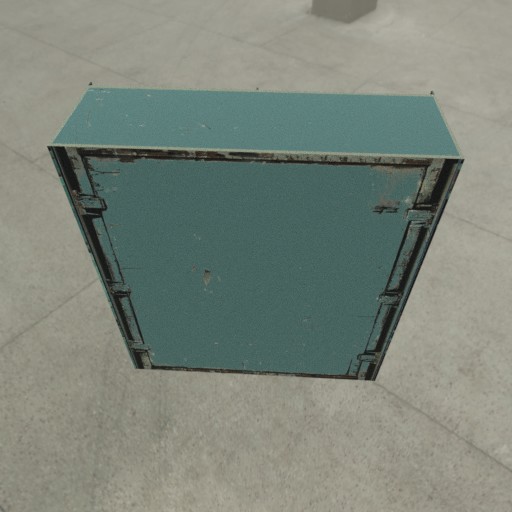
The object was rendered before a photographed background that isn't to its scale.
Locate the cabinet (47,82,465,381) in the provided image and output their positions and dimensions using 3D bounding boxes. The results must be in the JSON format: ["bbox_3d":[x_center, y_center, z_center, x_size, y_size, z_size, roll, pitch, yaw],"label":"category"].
[{"bbox_3d":[0.000,0.000,3.134,2.000,2.160,0.680,2,47,2],"label":"cabinet"}]
